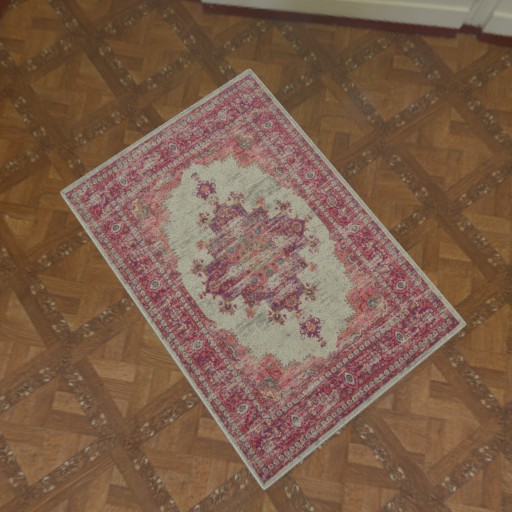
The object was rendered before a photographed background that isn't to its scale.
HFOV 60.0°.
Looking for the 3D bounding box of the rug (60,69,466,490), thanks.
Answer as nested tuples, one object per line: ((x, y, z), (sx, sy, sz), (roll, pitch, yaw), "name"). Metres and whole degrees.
((0.000, 0.000, 3.617), (2.005, 0.014, 2.878), (-36, 79, -8), "rug")
